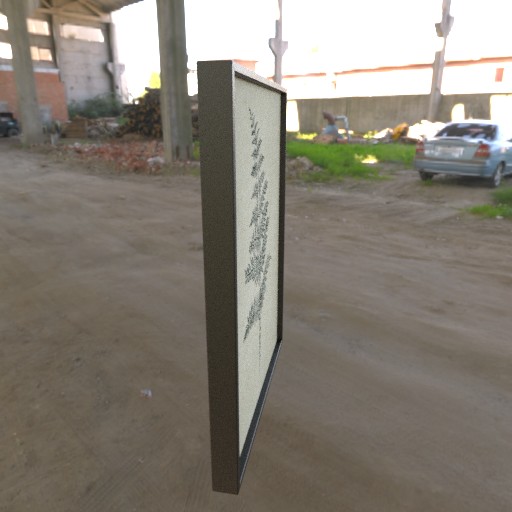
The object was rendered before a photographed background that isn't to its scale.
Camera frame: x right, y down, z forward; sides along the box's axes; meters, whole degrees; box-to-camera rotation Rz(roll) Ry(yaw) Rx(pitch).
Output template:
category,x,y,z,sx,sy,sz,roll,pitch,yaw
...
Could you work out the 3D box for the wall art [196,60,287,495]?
category,x,y,z,sx,sy,sz,roll,pitch,yaw
wall art,0.000,0.000,0.746,0.039,0.555,0.449,3,17,11
